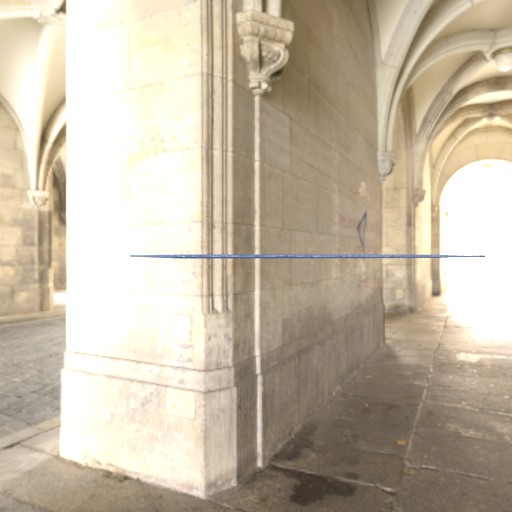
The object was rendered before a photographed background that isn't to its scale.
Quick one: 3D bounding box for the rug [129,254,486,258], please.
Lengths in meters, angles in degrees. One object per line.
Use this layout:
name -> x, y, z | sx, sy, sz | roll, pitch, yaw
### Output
rug -> 0.000, 0.000, 3.059 | 1.526, 0.015, 2.441 | 0, 0, -20
